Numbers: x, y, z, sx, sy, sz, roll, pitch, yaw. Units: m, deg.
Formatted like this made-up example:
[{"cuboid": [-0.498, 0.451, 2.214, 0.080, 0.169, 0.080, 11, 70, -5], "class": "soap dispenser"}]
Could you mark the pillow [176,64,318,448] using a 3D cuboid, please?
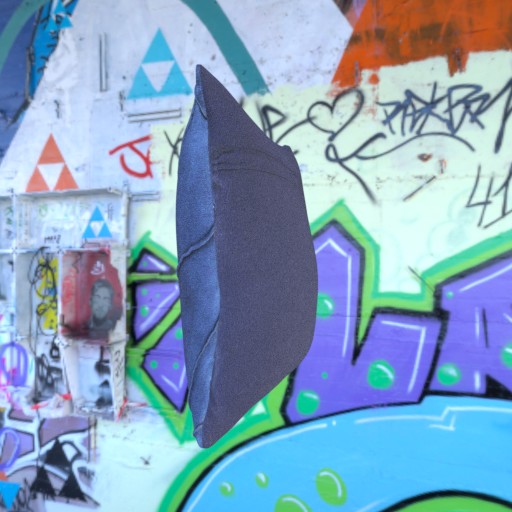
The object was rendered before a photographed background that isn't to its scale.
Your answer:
[{"cuboid": [0.000, 0.000, 0.696, 0.183, 0.440, 0.439, 0, 0, 18], "class": "pillow"}]
